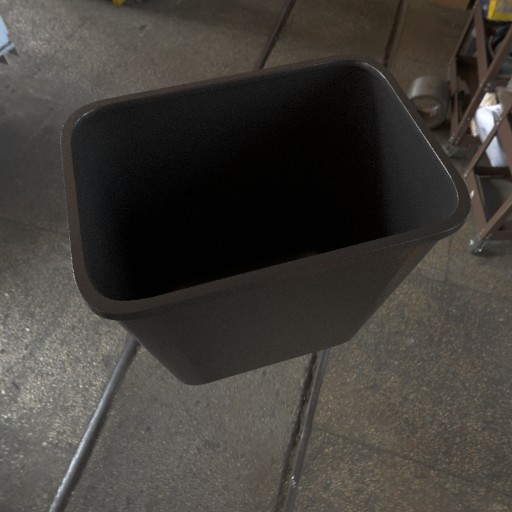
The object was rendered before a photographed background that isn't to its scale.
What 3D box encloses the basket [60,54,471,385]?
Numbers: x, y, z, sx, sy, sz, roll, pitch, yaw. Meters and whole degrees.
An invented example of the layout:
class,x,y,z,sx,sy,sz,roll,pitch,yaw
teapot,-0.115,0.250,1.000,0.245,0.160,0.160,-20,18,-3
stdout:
class,x,y,z,sx,sy,sz,roll,pitch,yaw
basket,0.000,0.000,0.486,0.300,0.307,0.211,-14,61,-8
